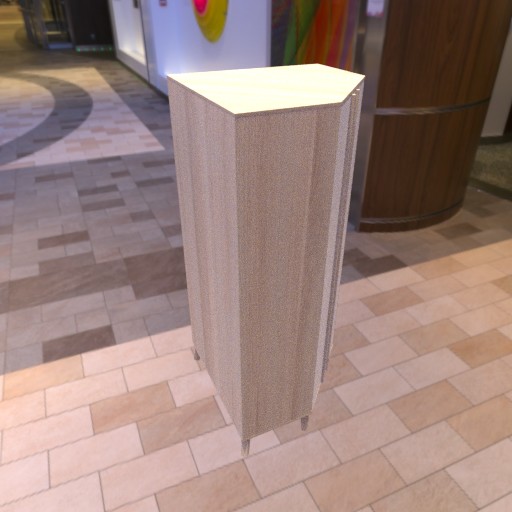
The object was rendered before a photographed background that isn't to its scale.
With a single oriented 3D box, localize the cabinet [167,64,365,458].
[{"bbox_3d":[0.000,0.000,2.623,0.969,1.957,1.272,11,33,17],"label":"cabinet"}]
